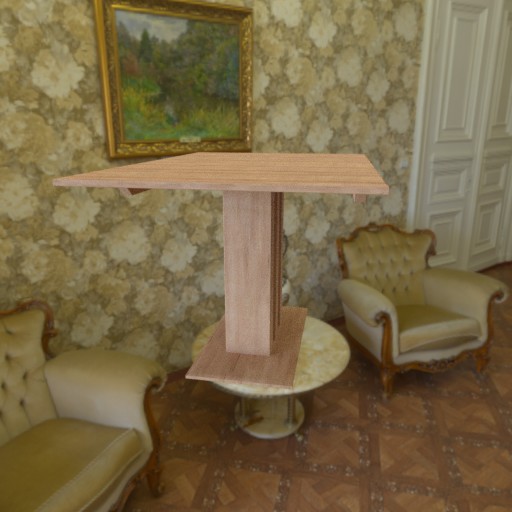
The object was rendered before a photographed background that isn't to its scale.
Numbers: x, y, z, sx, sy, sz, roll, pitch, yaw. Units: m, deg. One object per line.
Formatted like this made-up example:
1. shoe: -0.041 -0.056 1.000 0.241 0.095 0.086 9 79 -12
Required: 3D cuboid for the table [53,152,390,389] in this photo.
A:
1. table: 0.000 0.000 1.864 0.900 0.770 1.300 3 17 10
